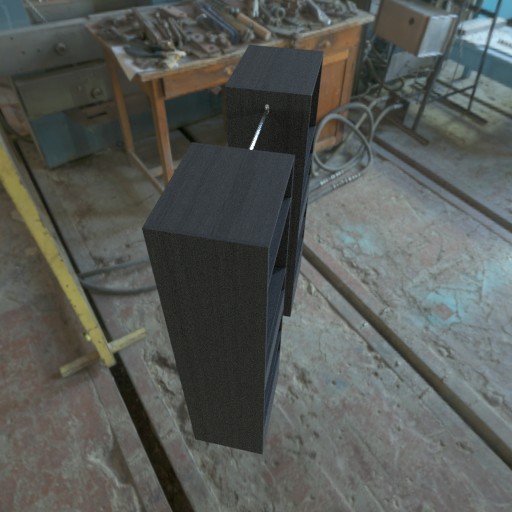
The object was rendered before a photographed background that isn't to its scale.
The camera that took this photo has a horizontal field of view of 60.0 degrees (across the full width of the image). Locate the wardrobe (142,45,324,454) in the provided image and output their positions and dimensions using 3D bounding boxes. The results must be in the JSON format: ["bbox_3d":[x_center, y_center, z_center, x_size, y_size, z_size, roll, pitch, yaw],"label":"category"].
[{"bbox_3d":[0.000,0.000,2.929,0.480,2.000,1.770,9,47,9],"label":"wardrobe"}]
